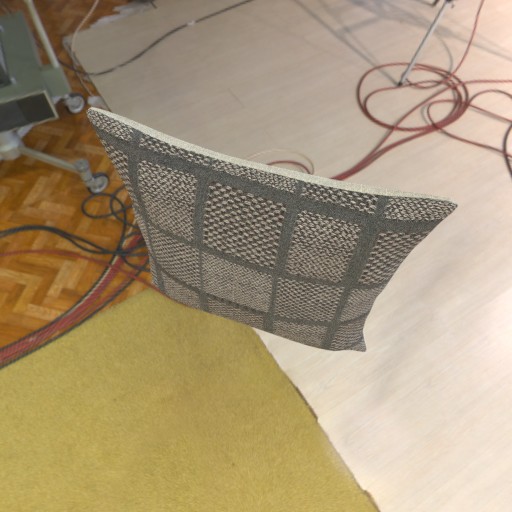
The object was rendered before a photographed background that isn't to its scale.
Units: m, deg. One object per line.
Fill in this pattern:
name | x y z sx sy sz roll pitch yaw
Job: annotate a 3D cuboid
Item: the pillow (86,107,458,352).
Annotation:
pillow | 0.000 0.000 0.671 0.435 0.432 0.138 17 60 10
